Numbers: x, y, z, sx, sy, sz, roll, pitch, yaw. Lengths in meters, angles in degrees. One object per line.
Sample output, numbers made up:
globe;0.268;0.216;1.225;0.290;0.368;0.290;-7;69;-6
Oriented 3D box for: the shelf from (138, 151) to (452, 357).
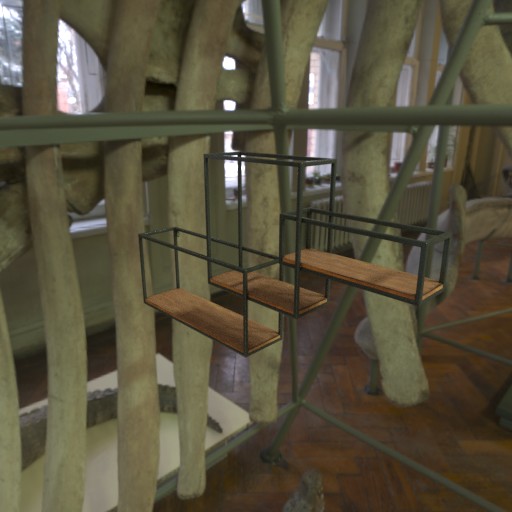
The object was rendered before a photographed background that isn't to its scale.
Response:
shelf;0.000;0.000;2.189;0.275;0.972;1.781;-16;24;-42
